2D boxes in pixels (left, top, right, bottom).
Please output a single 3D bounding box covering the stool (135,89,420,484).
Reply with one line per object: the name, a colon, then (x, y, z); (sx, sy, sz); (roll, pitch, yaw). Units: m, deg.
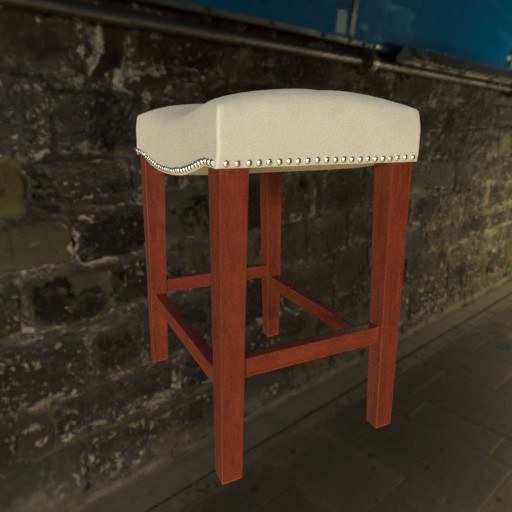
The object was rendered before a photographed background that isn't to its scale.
stool: (0.000, 0.000, 0.943); (0.375, 0.632, 0.509); (-8, 17, -25)
